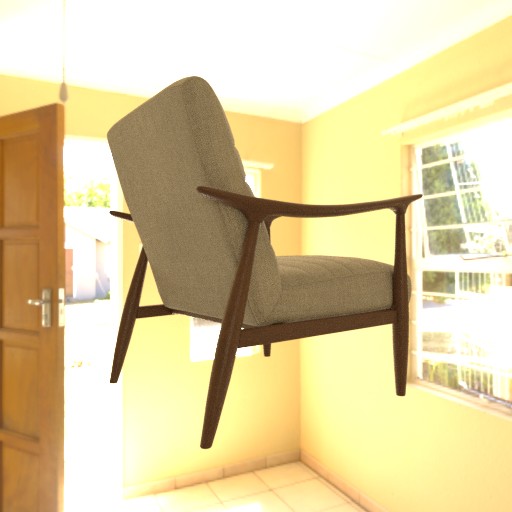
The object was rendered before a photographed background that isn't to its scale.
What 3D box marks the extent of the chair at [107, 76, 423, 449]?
[{"bbox_3d":[0.000,0.000,1.416,0.798,0.832,0.741,0,0,-36],"label":"chair"}]
